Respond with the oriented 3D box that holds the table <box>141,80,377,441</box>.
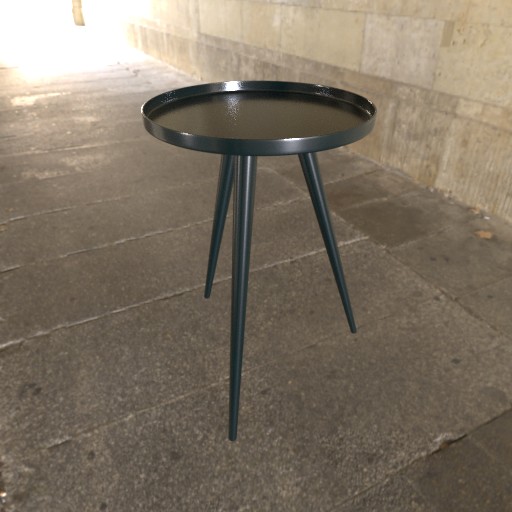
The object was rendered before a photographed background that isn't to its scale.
[{"bbox_3d":[0.000,0.000,0.837,0.403,0.548,0.415,10,34,15],"label":"table"}]
